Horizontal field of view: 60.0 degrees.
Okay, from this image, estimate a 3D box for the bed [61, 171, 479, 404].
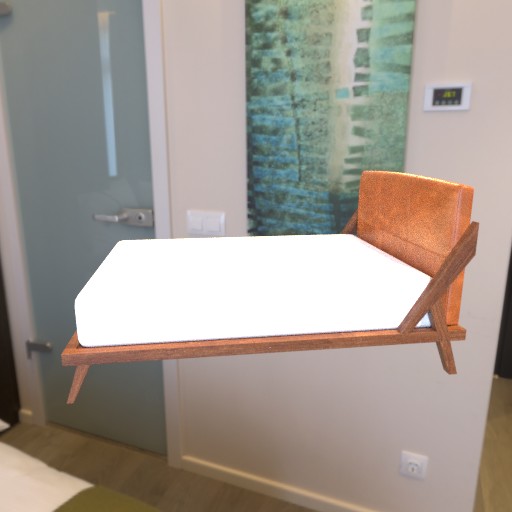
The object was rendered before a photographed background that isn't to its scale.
[{"bbox_3d":[0.000,0.000,3.217,2.311,1.168,1.651,-2,14,-8],"label":"bed"}]
